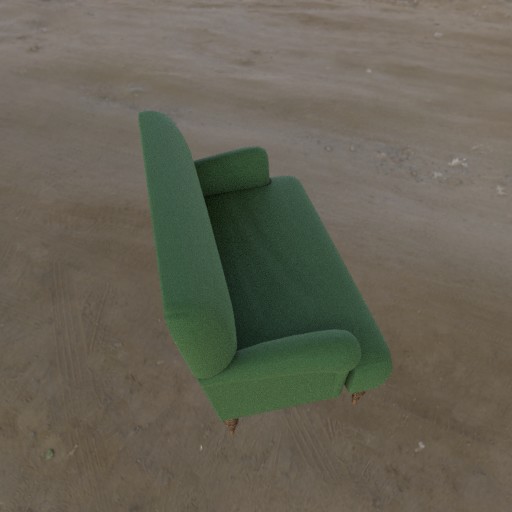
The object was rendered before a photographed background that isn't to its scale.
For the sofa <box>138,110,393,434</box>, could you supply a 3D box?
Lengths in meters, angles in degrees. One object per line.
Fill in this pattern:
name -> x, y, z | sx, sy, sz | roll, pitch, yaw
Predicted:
sofa -> 0.000, 0.000, 1.911 | 0.779, 0.889, 1.297 | -10, 47, -10
